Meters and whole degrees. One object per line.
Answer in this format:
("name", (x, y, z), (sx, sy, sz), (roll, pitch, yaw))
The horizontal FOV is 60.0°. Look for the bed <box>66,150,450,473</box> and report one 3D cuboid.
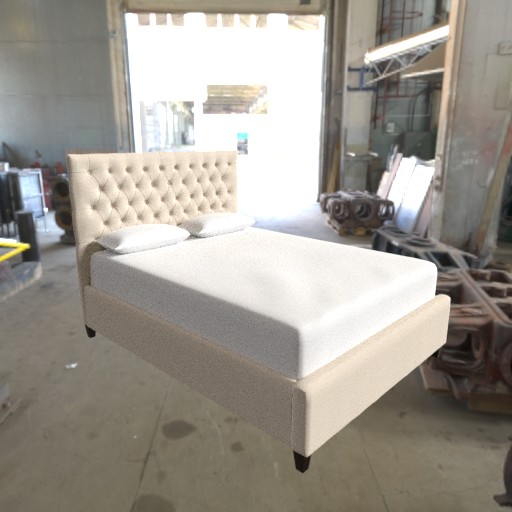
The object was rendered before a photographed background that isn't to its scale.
("bed", (0.000, 0.000, 3.214), (2.233, 1.426, 1.696), (14, 20, 42))
